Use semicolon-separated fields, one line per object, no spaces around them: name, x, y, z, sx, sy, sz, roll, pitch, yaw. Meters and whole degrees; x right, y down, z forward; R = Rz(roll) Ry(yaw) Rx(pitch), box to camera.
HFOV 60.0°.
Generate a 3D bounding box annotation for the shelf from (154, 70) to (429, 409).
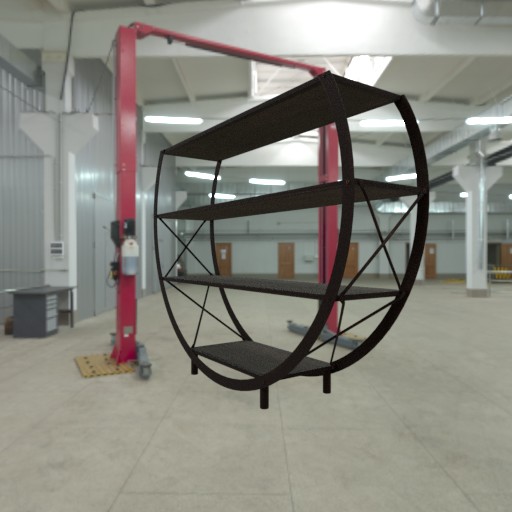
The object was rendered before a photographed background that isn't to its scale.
shelf;0.000;0.000;1.856;0.344;1.063;1.403;0;0;-35
